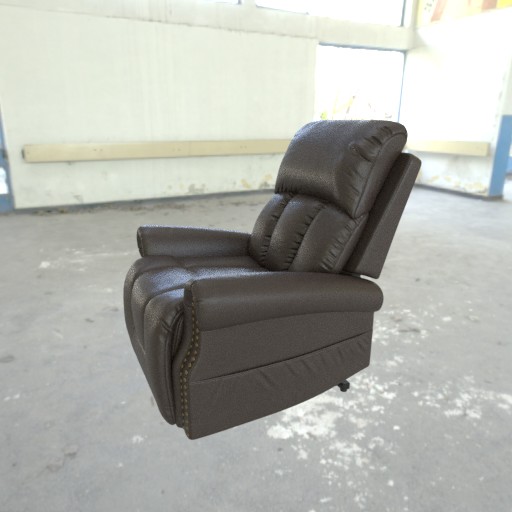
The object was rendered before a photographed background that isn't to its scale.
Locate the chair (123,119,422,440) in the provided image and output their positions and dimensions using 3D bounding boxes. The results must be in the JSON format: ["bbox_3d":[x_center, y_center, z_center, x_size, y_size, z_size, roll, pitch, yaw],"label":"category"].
[{"bbox_3d":[0.000,0.000,1.744,0.978,1.028,0.869,-8,19,-24],"label":"chair"}]
